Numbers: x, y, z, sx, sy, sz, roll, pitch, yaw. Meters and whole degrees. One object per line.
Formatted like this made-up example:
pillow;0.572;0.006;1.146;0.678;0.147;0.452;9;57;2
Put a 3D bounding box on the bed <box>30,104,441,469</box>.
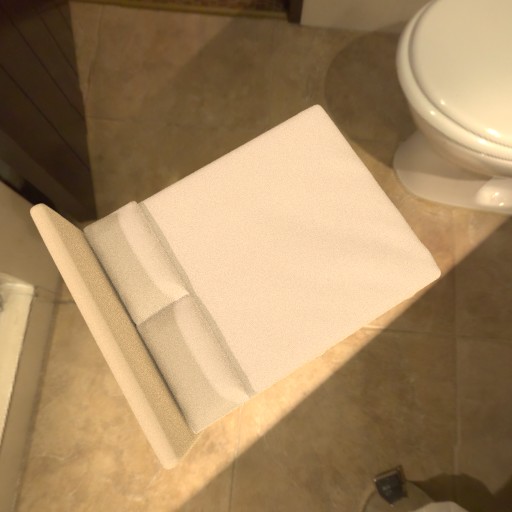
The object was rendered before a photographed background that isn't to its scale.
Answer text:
bed;0.000;0.000;3.147;2.147;1.330;1.714;-31;78;-7
